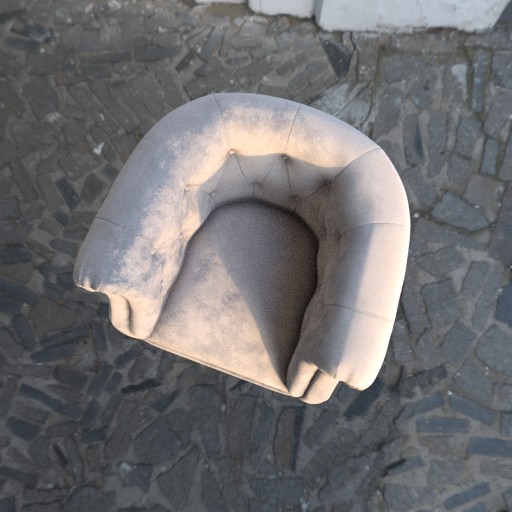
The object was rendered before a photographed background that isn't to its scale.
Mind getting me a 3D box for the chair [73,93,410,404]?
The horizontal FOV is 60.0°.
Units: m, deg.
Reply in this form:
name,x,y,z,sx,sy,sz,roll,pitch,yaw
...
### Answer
name,x,y,z,sx,sy,sz,roll,pitch,yaw
chair,0.000,0.000,1.607,0.904,0.826,0.851,19,77,5
